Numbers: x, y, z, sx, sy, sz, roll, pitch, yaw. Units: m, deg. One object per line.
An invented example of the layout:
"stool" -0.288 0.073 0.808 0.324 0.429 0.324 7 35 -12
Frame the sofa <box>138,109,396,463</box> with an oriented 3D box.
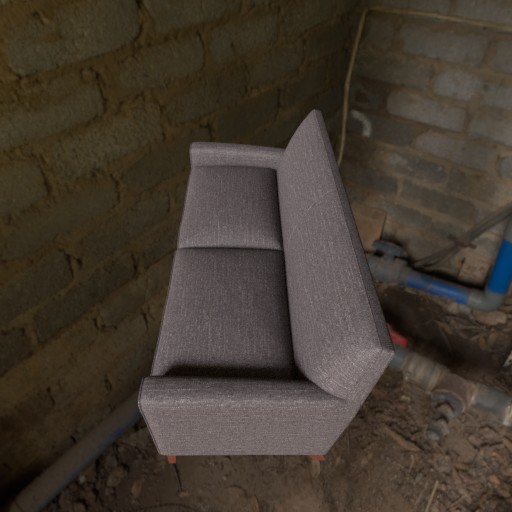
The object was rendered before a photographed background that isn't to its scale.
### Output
"sofa" 0.000 0.000 2.402 0.875 0.846 1.976 -1 41 -1
